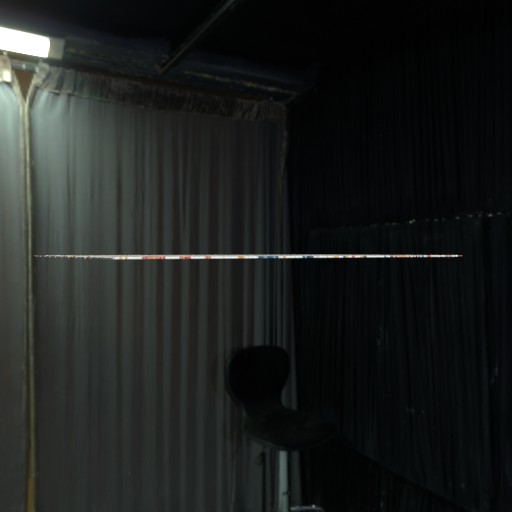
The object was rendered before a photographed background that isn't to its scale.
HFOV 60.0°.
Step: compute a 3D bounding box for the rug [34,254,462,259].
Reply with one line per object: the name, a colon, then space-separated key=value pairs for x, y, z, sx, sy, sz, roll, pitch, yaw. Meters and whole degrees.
rug: x=0.000 y=0.000 z=3.083 sx=2.584 sy=0.010 sz=1.523 roll=0 pitch=0 yaw=-34
